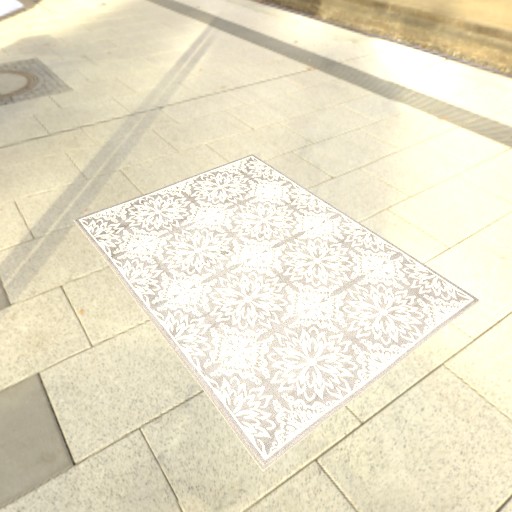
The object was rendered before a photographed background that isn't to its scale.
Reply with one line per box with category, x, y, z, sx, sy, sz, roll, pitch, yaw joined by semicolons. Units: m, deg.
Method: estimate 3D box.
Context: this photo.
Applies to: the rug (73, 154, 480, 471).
rug;0.000;0.000;2.878;1.608;0.014;2.213;-27;48;-27
